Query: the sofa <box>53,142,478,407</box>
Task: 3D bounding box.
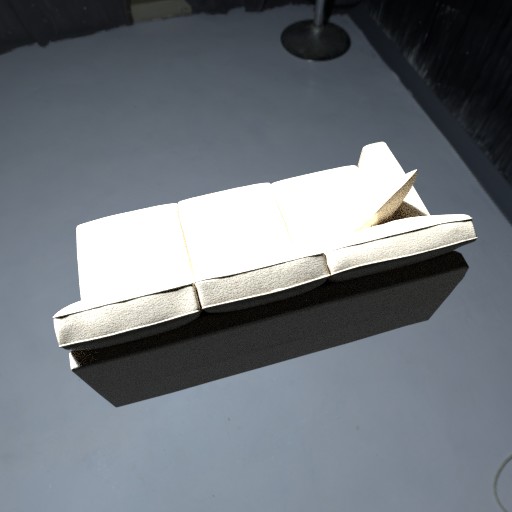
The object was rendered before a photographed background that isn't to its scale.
[{"bbox_3d":[0.000,0.000,2.520,1.962,0.946,1.034,-14,59,-8],"label":"sofa"}]
